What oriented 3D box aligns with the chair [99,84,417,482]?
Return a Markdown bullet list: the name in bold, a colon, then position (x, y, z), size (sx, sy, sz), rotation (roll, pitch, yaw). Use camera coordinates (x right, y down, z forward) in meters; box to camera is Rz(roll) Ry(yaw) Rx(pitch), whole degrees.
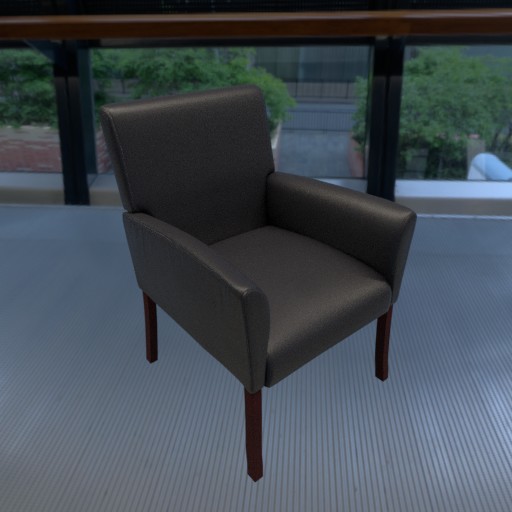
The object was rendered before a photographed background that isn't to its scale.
- **chair**: position (0.000, 0.000, 1.496), size (0.683, 0.951, 0.772), rotation (-23, 37, -34)
